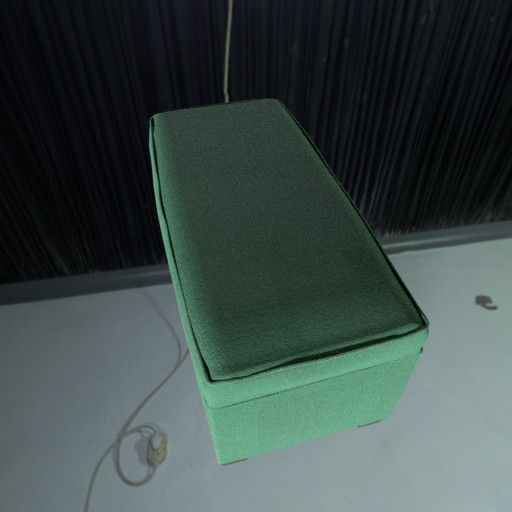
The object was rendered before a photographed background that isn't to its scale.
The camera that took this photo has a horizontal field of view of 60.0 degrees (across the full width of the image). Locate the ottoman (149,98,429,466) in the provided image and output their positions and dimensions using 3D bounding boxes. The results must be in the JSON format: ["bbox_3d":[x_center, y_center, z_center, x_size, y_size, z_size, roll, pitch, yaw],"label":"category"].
[{"bbox_3d":[0.000,0.000,1.243,0.483,0.471,0.957,-11,47,-11],"label":"ottoman"}]
